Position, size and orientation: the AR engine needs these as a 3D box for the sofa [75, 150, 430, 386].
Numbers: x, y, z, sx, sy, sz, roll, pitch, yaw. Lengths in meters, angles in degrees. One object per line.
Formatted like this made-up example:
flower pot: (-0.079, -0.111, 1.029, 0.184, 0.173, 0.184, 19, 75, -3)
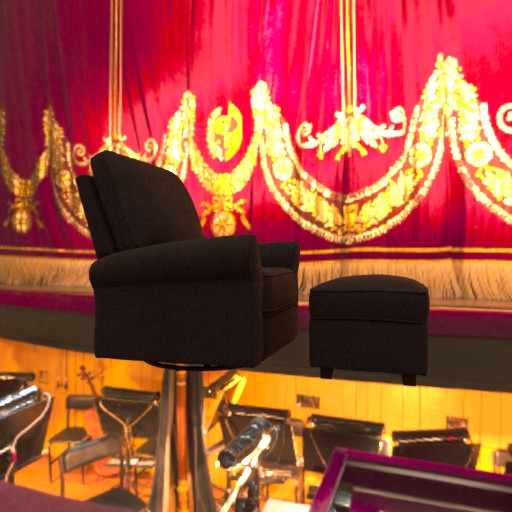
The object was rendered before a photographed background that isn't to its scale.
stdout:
sofa: (0.000, 0.000, 2.053, 1.478, 0.959, 0.880, 0, 0, 18)
